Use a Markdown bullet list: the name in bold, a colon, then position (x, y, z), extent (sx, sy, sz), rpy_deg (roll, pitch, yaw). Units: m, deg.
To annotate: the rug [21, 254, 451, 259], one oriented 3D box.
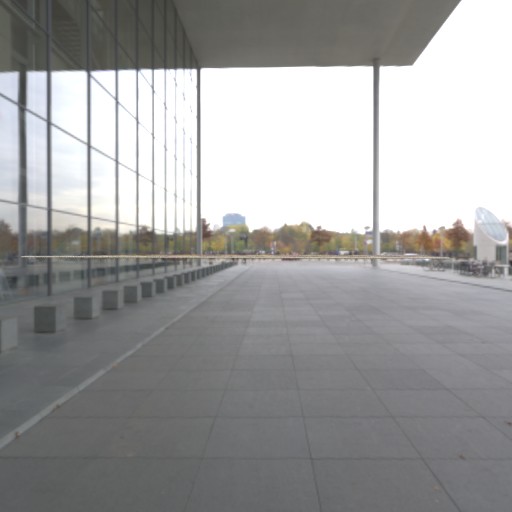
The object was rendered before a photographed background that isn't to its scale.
- **rug**: position (0.000, 0.000, 4.001), extent (2.977, 0.008, 2.380), rpy_deg (0, 0, 17)
